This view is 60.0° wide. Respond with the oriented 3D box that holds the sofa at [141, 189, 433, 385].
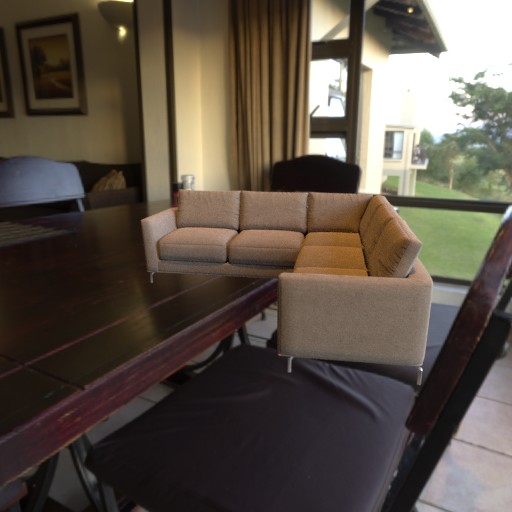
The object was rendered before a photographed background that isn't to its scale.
[{"bbox_3d":[0.000,0.000,3.810,2.438,0.864,2.438,3,15,10],"label":"sofa"}]
